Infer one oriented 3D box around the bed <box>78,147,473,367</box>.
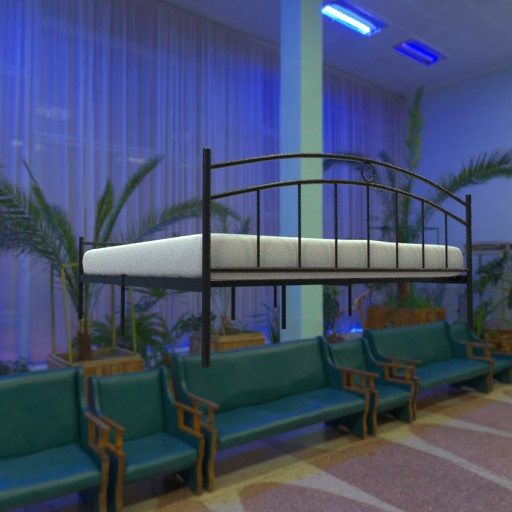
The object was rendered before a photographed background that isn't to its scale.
[{"bbox_3d":[0.000,0.000,3.067,1.880,0.940,2.040,1,-2,-35],"label":"bed"}]
